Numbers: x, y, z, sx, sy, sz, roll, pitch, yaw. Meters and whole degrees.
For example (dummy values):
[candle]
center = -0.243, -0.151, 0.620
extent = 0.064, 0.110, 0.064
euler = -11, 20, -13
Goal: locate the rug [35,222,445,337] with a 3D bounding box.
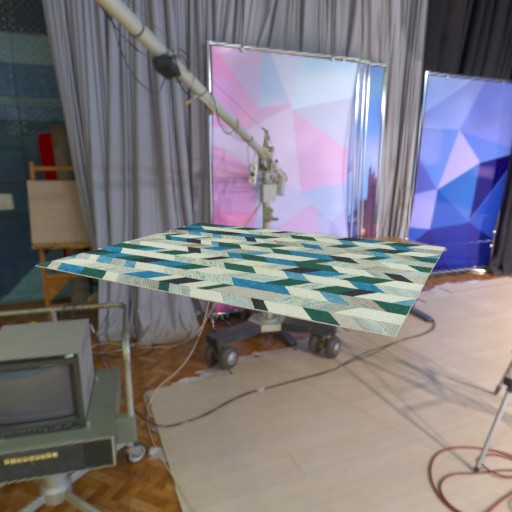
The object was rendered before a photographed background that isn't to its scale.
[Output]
[rug]
center = 0.000, 0.000, 4.138
extent = 3.036, 0.008, 2.440
euler = 8, 16, 28
